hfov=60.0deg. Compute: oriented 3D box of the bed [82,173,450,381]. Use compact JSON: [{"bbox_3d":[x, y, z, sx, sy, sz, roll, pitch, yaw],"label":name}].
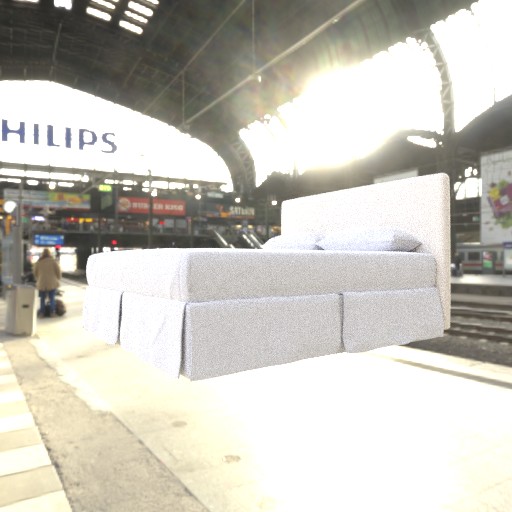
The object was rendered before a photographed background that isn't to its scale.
[{"bbox_3d":[0.000,0.000,3.671,2.341,1.317,2.119,0,-1,-35],"label":"bed"}]
